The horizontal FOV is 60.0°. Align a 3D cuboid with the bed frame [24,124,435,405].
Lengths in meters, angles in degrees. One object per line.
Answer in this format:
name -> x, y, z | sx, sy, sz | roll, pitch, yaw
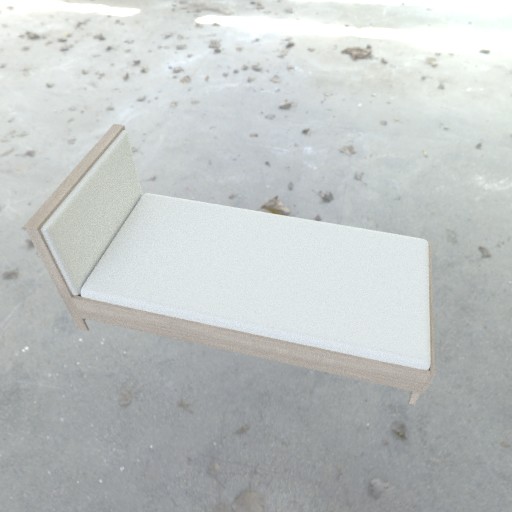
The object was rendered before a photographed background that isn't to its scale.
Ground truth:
bed frame -> 0.000, 0.000, 2.698 | 2.140, 0.920, 0.990 | 10, 48, 9
